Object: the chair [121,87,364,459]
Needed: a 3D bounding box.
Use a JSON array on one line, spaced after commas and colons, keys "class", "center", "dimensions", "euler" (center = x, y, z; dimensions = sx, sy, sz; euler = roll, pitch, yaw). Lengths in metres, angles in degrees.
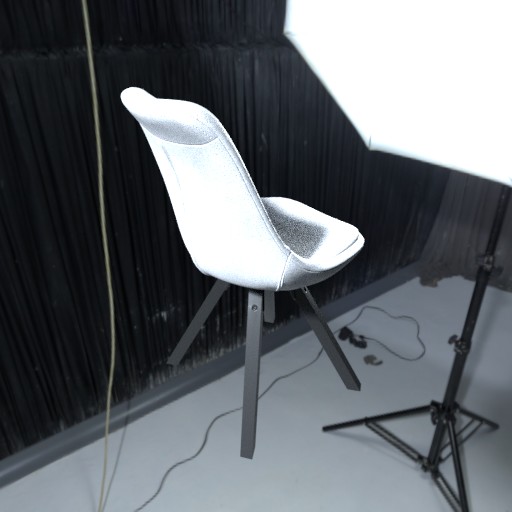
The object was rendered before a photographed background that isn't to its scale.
[{"class": "chair", "center": [0.000, 0.000, 1.168], "dimensions": [0.550, 0.850, 0.485], "euler": [-19, 34, -32]}]
